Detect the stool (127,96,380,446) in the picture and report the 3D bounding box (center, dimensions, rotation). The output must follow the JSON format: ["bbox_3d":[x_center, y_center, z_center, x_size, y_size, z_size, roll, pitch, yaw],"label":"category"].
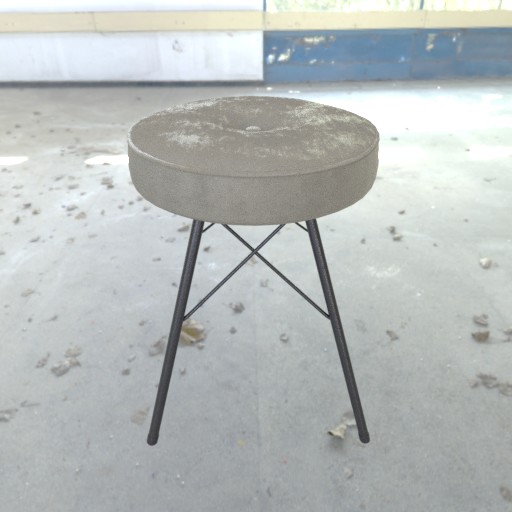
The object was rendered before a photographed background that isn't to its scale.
[{"bbox_3d":[0.000,0.000,0.869,0.423,0.538,0.457,0,32,0],"label":"stool"}]
